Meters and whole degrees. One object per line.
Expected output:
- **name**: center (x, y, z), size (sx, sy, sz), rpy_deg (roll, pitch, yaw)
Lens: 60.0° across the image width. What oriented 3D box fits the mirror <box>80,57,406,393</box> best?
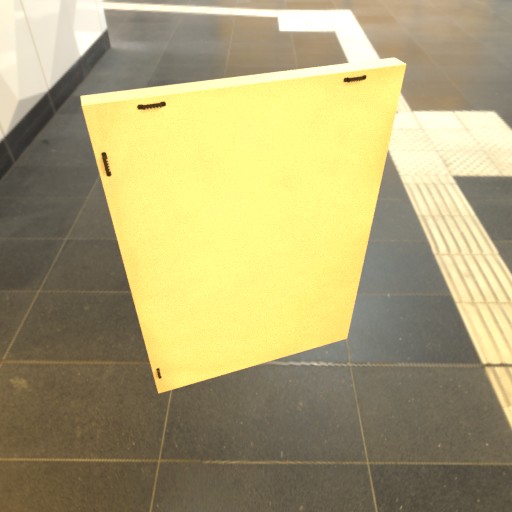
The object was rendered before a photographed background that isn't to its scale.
- **mirror**: center (0.000, 0.000, 0.903), size (0.507, 0.710, 0.040), rpy_deg (-13, 43, -14)
